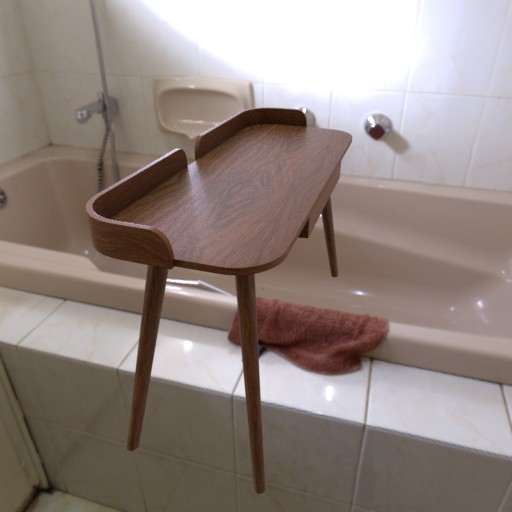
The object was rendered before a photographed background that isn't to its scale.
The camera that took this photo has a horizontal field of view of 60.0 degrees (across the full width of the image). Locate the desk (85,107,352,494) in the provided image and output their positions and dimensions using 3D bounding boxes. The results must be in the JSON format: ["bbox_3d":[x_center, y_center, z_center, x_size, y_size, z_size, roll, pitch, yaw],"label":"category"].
[{"bbox_3d":[0.000,0.000,1.628,0.486,0.800,1.256,10,31,16],"label":"desk"}]
